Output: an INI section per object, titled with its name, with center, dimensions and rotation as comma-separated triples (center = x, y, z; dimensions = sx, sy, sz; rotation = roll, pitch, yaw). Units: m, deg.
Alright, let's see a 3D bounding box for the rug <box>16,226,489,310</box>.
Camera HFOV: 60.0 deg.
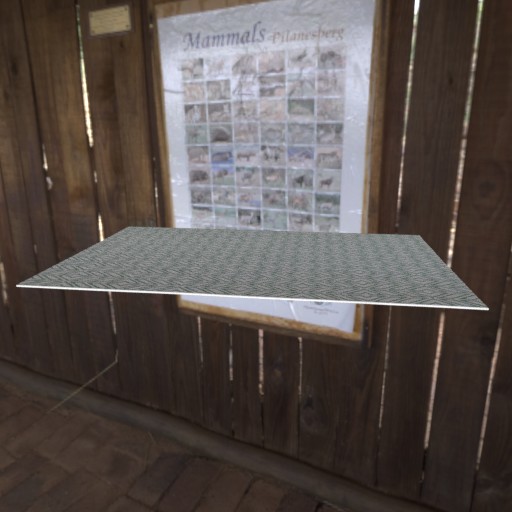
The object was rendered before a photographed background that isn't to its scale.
[rug]
center = 0.000, 0.000, 2.979
dimensions = 2.435, 0.011, 1.517
rotation = 2, 16, 7
